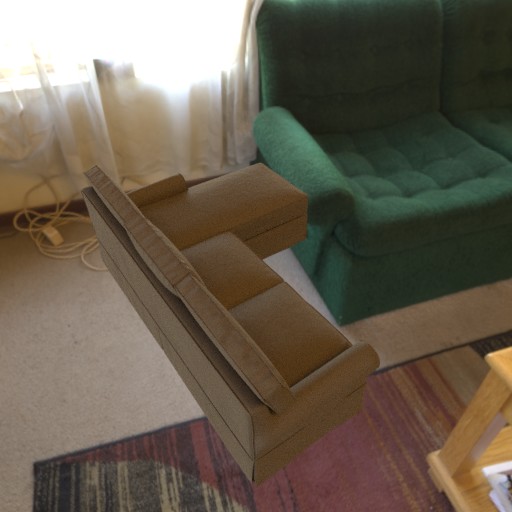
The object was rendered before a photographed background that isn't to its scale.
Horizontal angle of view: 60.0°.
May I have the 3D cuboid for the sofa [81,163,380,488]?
[{"bbox_3d":[0.000,0.000,3.340,1.733,0.978,2.475,-25,47,-26],"label":"sofa"}]
